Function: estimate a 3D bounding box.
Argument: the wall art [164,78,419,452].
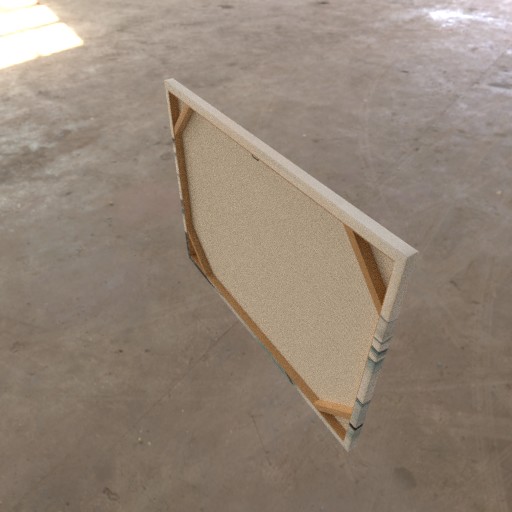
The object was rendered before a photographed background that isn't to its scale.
[{"bbox_3d":[0.000,0.000,1.627,0.039,0.915,1.219,-24,47,-24],"label":"wall art"}]
